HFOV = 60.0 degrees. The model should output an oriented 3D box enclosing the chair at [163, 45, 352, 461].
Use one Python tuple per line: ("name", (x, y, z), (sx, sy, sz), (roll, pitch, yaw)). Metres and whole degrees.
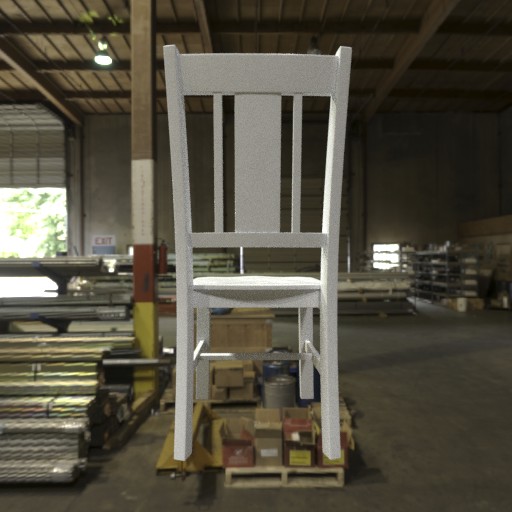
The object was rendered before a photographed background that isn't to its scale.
("chair", (0.000, 0.000, 1.308), (0.450, 0.998, 0.555), (0, 0, -1))
